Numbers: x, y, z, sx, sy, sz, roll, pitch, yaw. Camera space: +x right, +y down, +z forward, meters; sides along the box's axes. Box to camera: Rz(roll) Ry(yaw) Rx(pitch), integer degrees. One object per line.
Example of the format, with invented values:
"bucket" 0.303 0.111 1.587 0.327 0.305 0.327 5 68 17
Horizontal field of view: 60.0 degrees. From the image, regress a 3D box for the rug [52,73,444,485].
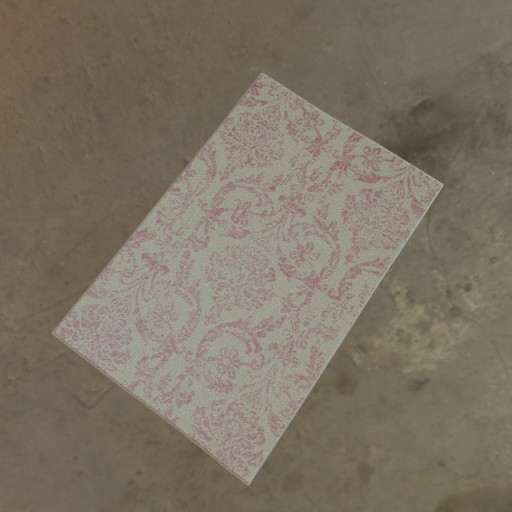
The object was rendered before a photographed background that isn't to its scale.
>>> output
"rug" 0.000 0.000 2.324 1.219 0.012 1.839 34 79 8
